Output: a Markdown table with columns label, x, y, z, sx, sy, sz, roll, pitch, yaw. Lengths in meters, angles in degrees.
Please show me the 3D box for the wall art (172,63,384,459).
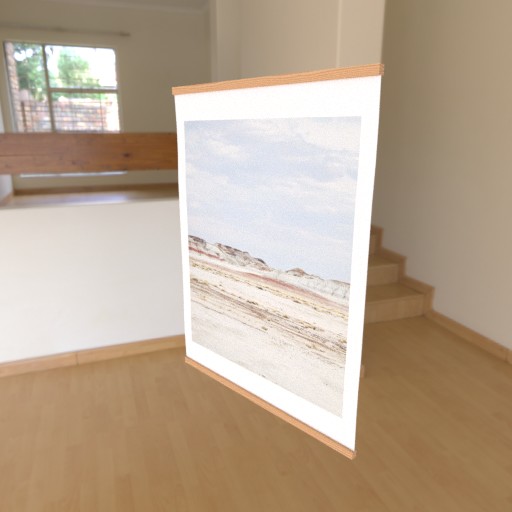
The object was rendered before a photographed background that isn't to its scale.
| label | x | y | z | sx | sy | sz | roll | pitch | yaw |
| --- | --- | --- | --- | --- | --- | --- | --- | --- | --- |
| wall art | 0.000 | 0.000 | 0.809 | 0.458 | 0.605 | 0.011 | 15 | 22 | 43 |
